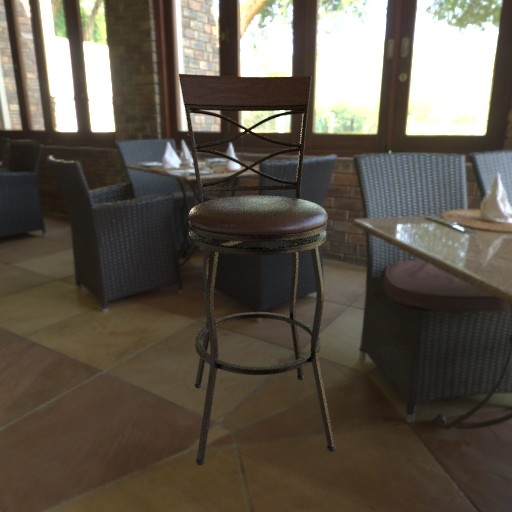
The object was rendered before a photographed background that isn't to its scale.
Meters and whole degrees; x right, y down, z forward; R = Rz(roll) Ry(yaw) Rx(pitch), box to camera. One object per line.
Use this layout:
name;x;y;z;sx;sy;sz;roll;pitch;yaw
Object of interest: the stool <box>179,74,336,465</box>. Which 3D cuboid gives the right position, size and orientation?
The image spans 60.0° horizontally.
stool;0.000;0.000;1.427;0.448;1.130;0.513;-2;17;-8
